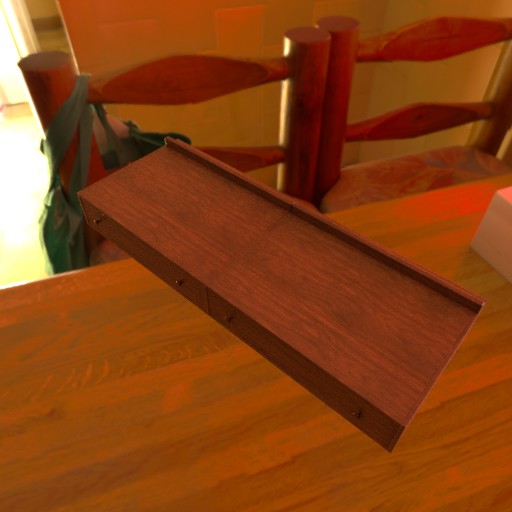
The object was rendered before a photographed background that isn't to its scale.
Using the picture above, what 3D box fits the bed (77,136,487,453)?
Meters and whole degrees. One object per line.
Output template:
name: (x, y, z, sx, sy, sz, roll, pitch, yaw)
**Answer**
bed: (0.000, 0.000, 2.320, 2.057, 0.326, 0.787, 32, 54, 27)
